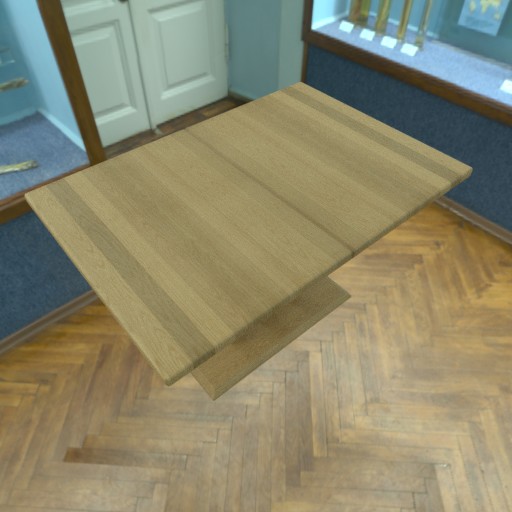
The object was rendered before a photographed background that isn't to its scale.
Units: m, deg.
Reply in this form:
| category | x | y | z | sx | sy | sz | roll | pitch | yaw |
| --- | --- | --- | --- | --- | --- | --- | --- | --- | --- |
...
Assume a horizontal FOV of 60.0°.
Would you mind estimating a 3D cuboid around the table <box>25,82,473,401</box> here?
| category | x | y | z | sx | sy | sz | roll | pitch | yaw |
| --- | --- | --- | --- | --- | --- | --- | --- | --- | --- |
| table | 0.000 | 0.000 | 1.824 | 1.300 | 0.770 | 0.900 | -31 | 54 | -26 |
